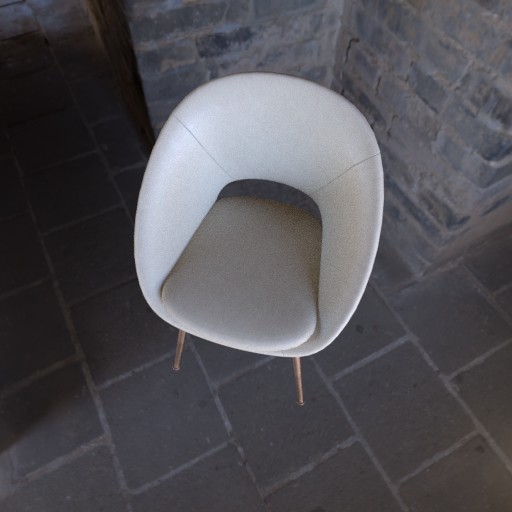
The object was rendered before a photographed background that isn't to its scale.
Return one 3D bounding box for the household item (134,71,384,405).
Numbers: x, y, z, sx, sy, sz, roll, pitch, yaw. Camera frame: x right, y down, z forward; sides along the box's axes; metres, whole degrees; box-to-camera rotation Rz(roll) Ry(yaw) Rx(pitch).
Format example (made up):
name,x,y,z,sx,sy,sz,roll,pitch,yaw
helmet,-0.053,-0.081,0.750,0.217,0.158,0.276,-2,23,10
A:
name,x,y,z,sx,sy,sz,roll,pitch,yaw
household item,0.000,0.000,1.303,0.623,0.852,0.573,13,60,8
